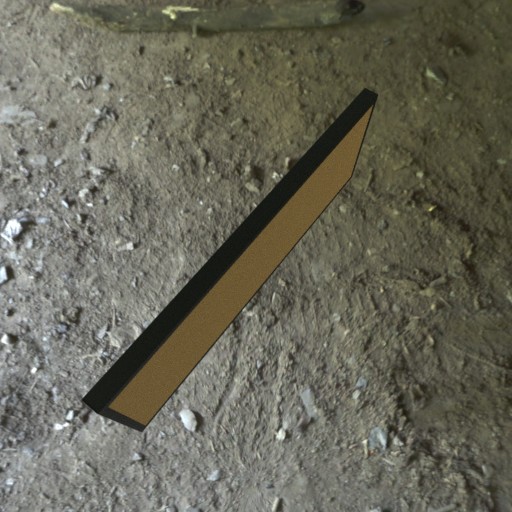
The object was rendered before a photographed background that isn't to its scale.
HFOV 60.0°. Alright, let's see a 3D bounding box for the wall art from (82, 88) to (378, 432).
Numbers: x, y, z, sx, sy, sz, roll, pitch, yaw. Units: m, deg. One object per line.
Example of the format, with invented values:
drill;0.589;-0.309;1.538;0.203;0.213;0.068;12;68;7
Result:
wall art;0.000;0.000;0.984;0.037;0.303;0.860;34;68;16
